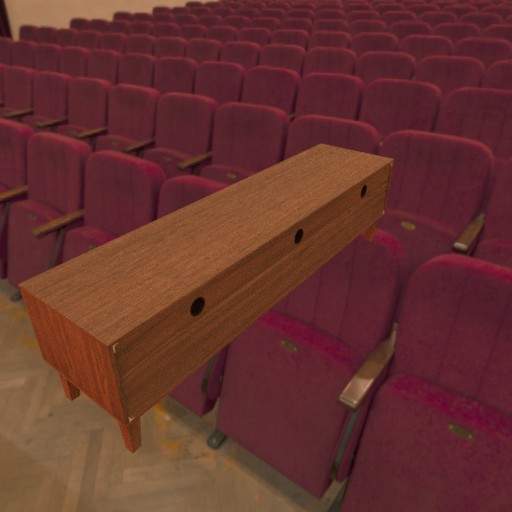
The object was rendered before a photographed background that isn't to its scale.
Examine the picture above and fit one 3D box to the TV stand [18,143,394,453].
[{"bbox_3d":[0.000,0.000,1.625,0.366,0.409,1.482,22,38,32],"label":"TV stand"}]
